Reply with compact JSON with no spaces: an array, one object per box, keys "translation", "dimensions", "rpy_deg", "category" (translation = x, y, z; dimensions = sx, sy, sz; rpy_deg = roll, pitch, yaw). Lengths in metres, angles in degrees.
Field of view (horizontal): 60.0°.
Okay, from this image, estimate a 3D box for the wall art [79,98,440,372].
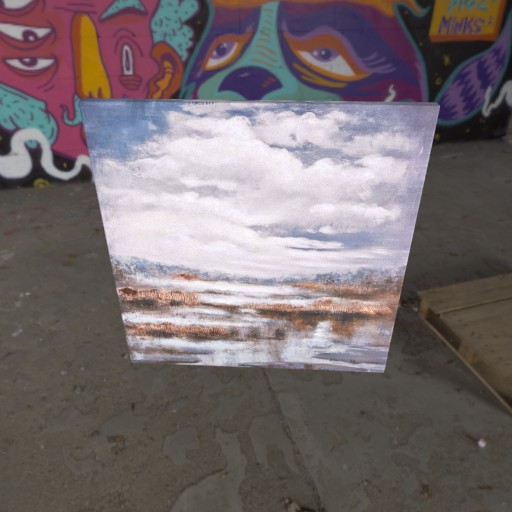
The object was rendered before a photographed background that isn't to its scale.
[{"translation":[0.000,0.000,1.333],"dimensions":[0.888,0.897,0.035],"rpy_deg":[2,32,3],"category":"wall art"}]
